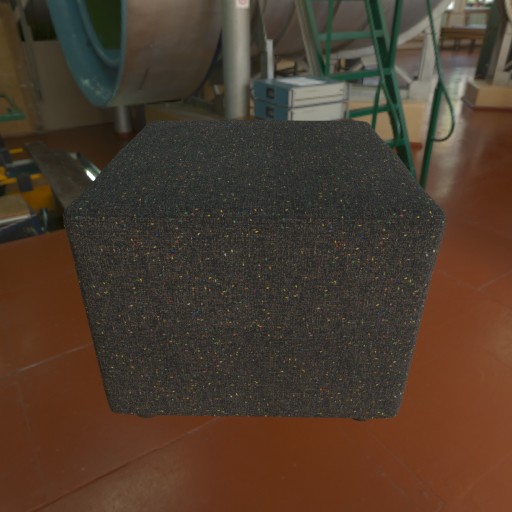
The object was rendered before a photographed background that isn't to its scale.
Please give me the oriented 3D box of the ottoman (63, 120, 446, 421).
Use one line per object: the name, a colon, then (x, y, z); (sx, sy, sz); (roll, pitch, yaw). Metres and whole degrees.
ottoman: (0.000, 0.000, 0.868); (0.508, 0.432, 0.508); (1, 30, 1)
